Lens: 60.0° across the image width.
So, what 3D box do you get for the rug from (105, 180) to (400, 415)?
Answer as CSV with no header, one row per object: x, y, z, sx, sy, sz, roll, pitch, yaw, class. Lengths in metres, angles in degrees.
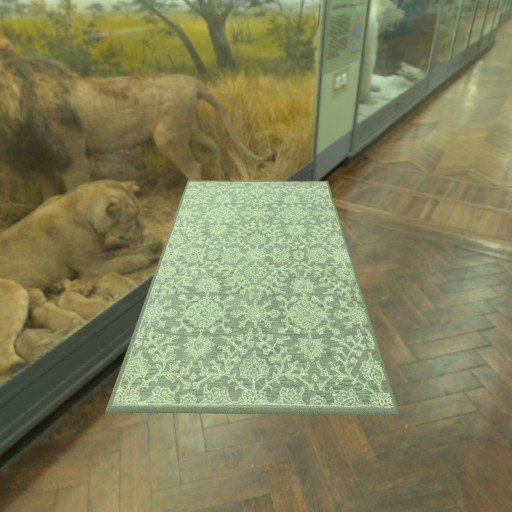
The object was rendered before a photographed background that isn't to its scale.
0.000,0.000,3.599,1.546,0.011,3.048,0,33,1,rug
